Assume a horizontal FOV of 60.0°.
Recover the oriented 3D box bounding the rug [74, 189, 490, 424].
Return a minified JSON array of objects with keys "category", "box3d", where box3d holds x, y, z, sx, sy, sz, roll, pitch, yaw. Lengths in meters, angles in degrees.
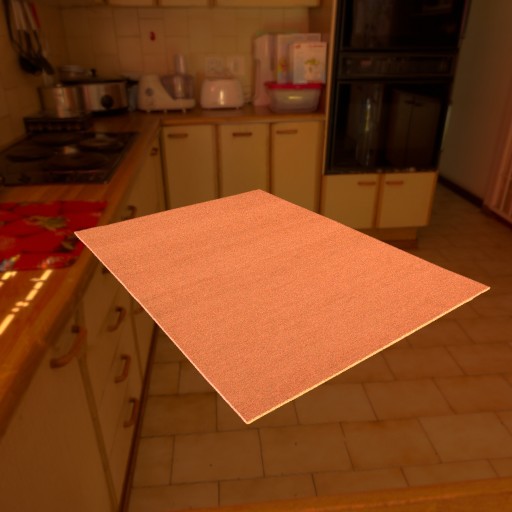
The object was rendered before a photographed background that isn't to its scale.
[{"category":"rug","box3d":[0.000,0.000,4.149,2.434,0.045,3.202,-18,32,-32]}]
